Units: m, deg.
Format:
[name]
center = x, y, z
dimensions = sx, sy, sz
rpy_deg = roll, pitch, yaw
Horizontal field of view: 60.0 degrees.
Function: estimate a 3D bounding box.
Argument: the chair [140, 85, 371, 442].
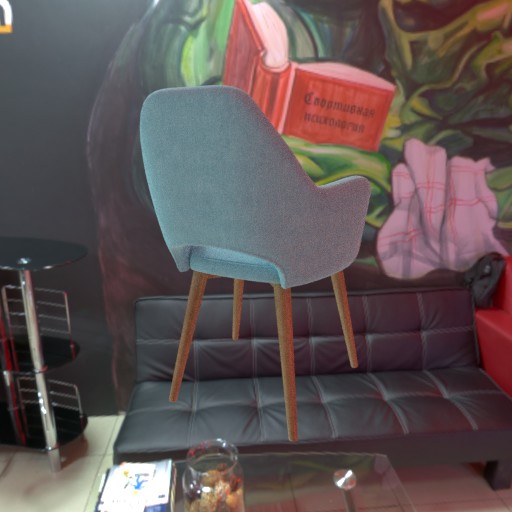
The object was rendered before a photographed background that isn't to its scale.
[chair]
center = 0.000, 0.000, 1.244
dimensions = 0.590, 0.840, 0.610
rpy_deg = 8, 17, 27
